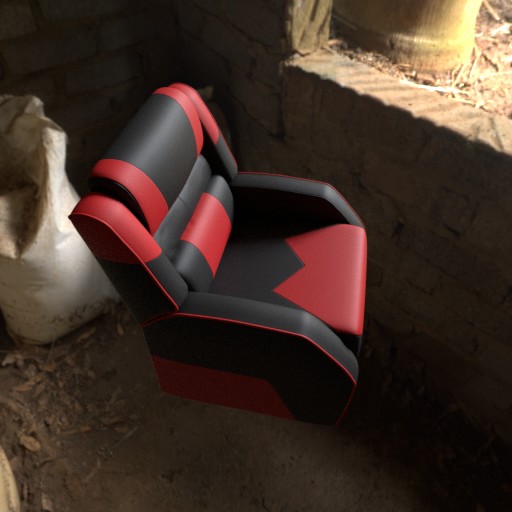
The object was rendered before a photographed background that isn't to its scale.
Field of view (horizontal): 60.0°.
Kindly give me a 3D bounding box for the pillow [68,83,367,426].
[{"bbox_3d":[0.000,0.000,1.318,0.672,0.805,0.620,9,47,8],"label":"pillow"}]
